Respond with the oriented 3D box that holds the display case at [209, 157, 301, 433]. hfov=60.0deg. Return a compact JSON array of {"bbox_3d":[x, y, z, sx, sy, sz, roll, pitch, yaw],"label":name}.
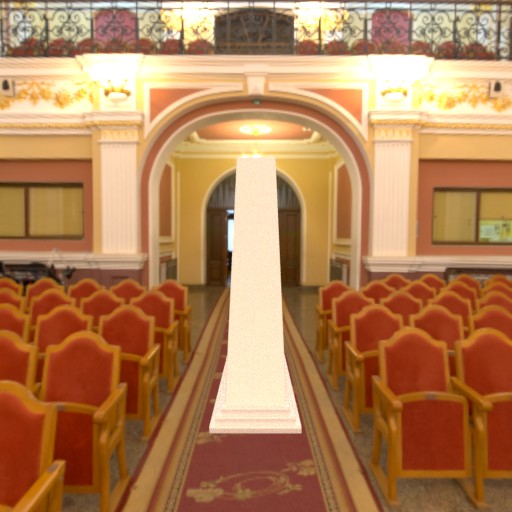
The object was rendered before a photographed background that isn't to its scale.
[{"bbox_3d":[0.000,0.000,0.769,0.095,0.340,0.640,0,2,0],"label":"display case"}]
